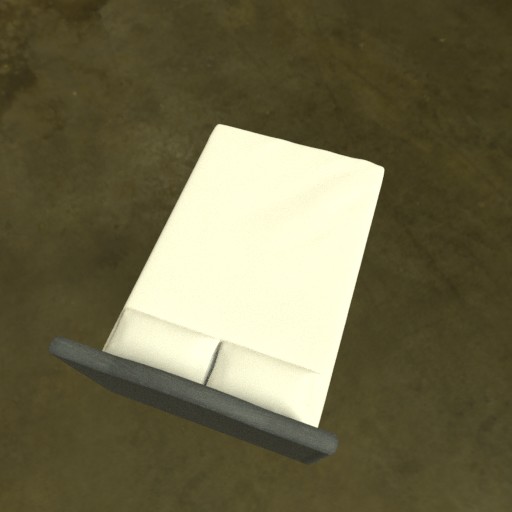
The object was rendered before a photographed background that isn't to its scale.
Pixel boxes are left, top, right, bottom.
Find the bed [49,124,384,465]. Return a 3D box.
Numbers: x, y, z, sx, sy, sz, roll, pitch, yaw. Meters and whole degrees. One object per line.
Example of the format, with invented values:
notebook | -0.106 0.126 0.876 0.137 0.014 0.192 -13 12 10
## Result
bed | 0.000 0.000 3.468 1.747 1.441 2.507 17 64 8
